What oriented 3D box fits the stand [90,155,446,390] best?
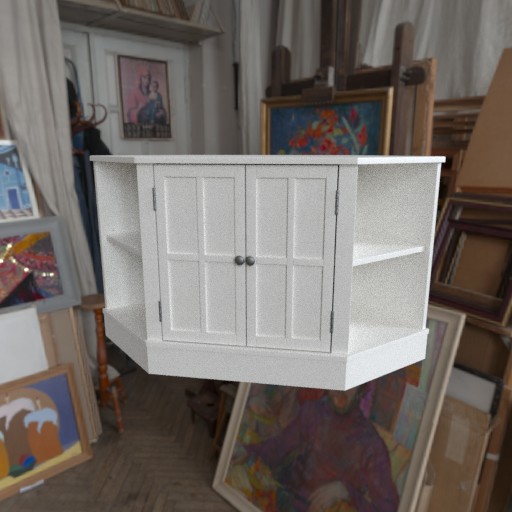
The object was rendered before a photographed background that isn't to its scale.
[{"bbox_3d":[0.000,0.000,1.393,1.072,0.614,0.477,2,14,9],"label":"stand"}]
